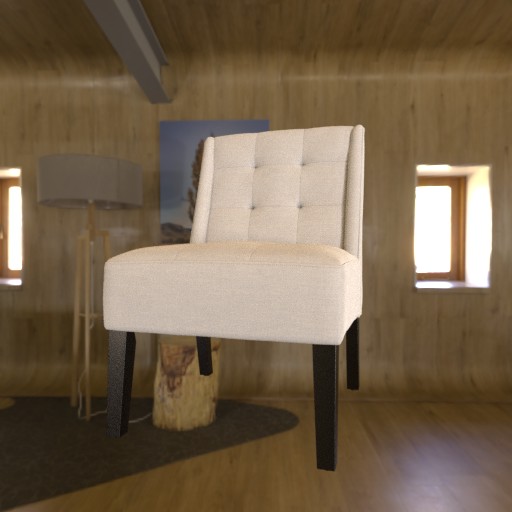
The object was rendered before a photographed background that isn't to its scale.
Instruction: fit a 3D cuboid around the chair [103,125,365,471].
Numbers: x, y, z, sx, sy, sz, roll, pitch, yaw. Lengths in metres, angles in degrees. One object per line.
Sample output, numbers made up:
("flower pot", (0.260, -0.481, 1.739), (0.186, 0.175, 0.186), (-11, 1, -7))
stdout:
("chair", (0.000, 0.000, 1.266), (0.569, 0.853, 0.676), (0, 1, 18))
